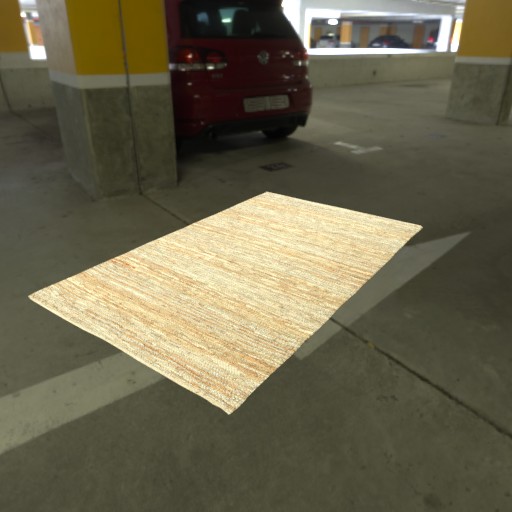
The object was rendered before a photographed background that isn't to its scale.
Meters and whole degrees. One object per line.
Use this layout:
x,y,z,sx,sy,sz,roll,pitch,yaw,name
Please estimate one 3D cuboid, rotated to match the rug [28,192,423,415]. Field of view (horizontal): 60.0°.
0.000,0.000,3.045,1.529,0.009,2.446,18,31,32,rug
